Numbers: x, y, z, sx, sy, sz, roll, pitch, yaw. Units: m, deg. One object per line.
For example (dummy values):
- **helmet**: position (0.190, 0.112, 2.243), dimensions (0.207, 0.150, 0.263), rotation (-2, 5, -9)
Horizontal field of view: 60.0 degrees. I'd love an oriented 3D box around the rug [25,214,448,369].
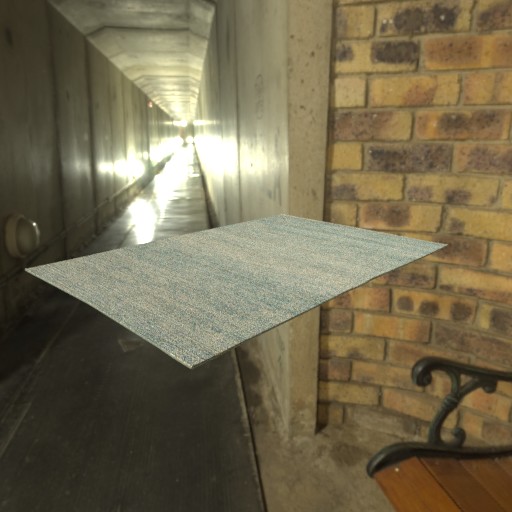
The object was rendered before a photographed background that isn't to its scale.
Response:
- **rug**: position (0.000, 0.000, 5.107), dimensions (2.802, 0.052, 4.078), rotation (16, 23, 42)
